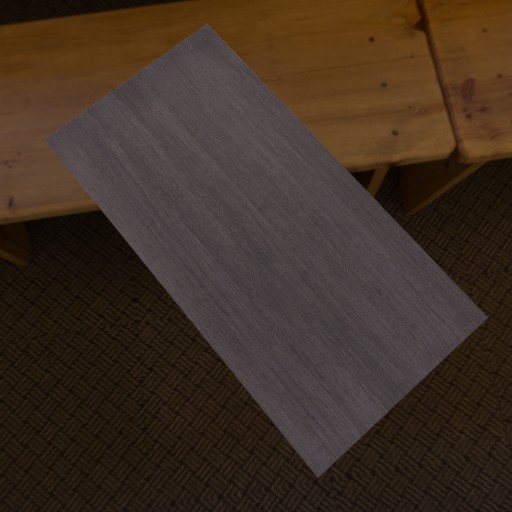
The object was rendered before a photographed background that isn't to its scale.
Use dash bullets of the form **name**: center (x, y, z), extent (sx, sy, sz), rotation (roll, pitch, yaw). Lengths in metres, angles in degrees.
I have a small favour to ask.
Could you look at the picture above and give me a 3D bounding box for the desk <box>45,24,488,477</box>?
- **desk**: center (0.000, 0.000, 1.496), extent (0.560, 0.735, 1.097), rotation (-40, 80, -8)
